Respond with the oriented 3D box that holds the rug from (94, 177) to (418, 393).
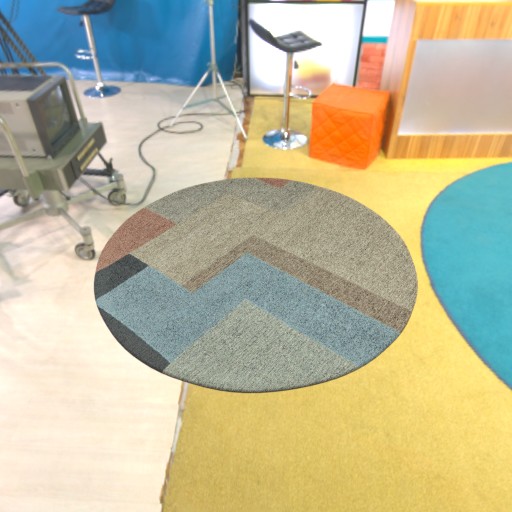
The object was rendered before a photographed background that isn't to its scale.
[{"bbox_3d":[0.000,0.000,3.495,2.461,0.033,2.461,0,39,0],"label":"rug"}]
